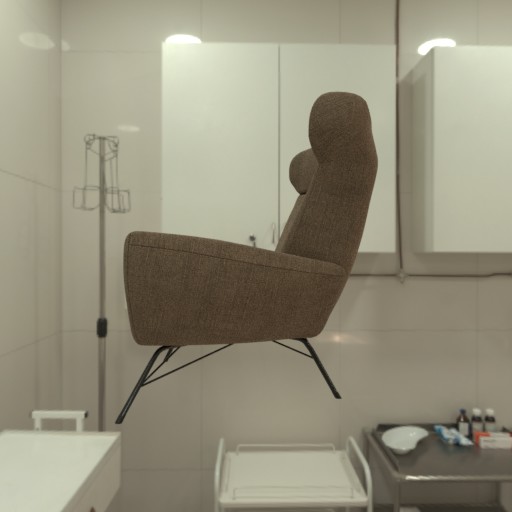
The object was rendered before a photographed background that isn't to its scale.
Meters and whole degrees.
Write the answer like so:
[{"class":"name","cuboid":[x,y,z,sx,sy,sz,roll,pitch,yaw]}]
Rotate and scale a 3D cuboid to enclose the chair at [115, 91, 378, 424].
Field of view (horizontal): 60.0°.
[{"class":"chair","cuboid":[0.000,0.000,1.799,0.900,1.040,0.980,0,0,-1]}]
